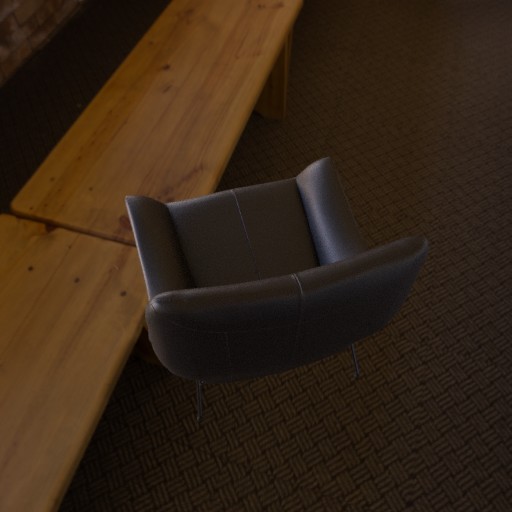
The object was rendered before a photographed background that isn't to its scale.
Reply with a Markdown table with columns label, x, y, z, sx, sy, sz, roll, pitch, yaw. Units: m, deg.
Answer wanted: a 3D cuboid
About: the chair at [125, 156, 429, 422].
| label | x | y | z | sx | sy | sz | roll | pitch | yaw |
| --- | --- | --- | --- | --- | --- | --- | --- | --- | --- |
| chair | 0.000 | 0.000 | 1.555 | 0.836 | 0.922 | 0.826 | -13 | 58 | -8 |
